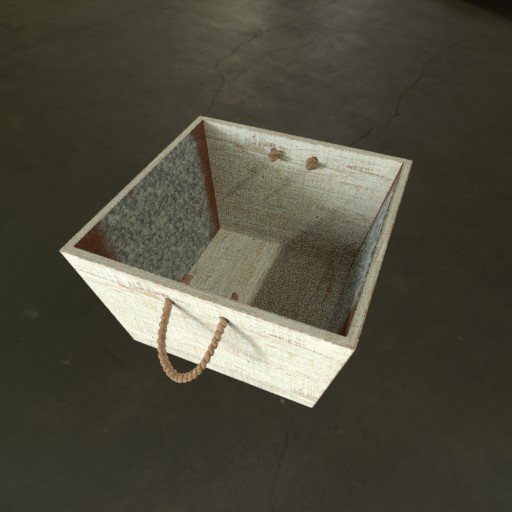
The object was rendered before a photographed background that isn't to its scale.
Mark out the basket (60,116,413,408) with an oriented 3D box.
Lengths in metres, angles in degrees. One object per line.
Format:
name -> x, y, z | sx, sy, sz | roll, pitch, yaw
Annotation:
basket -> 0.000, 0.000, 0.773 | 0.413, 0.247, 0.545 | 17, 47, 16
